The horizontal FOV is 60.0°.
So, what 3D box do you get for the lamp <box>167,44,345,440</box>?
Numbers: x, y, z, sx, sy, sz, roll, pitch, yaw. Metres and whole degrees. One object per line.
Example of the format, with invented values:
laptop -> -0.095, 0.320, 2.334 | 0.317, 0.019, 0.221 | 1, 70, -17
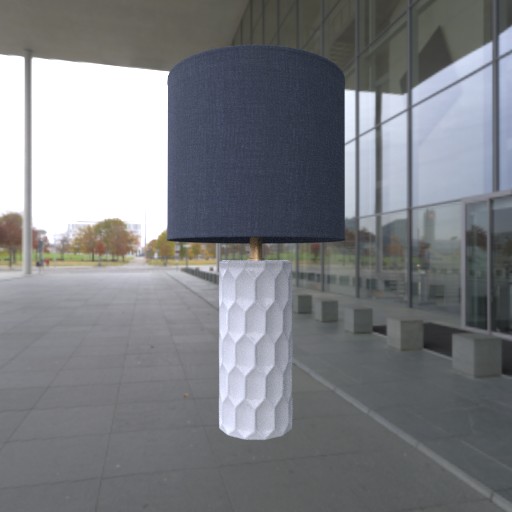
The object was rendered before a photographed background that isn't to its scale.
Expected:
lamp -> 0.000, 0.000, 0.700 | 0.277, 0.537, 0.277 | 0, 0, 1
